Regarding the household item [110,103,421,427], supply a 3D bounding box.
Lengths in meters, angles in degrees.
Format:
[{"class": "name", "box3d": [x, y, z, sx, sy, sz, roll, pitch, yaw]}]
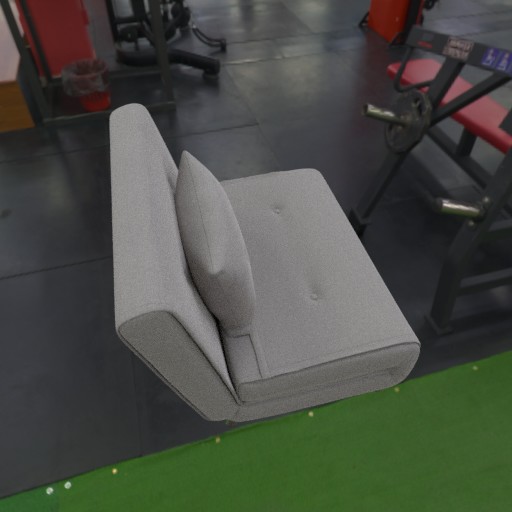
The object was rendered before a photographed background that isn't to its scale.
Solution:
[{"class": "household item", "box3d": [0.000, 0.000, 1.626, 0.874, 0.800, 1.000, -10, 47, -9]}]
